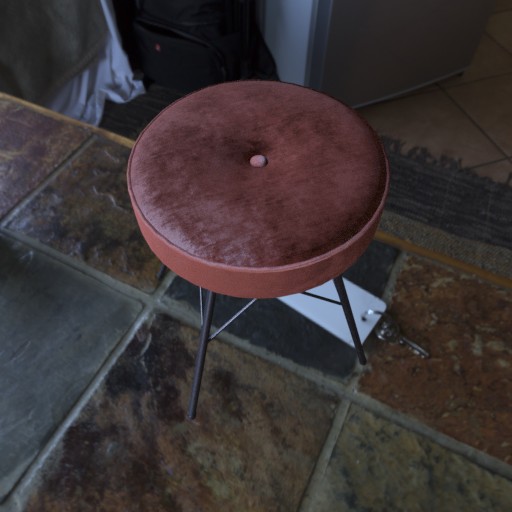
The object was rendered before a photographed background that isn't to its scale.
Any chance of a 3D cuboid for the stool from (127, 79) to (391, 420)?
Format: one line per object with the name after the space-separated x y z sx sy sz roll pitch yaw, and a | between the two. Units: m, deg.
0.000 0.000 0.929 0.457 0.593 0.421 -15 58 -9 | stool
